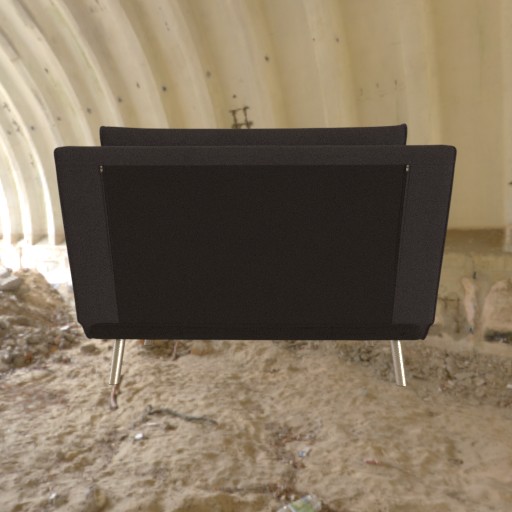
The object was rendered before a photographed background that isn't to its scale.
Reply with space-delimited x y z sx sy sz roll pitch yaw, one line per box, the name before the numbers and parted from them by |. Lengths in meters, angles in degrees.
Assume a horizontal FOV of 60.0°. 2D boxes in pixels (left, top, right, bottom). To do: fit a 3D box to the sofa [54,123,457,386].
sofa | 0.000 0.000 1.771 1.220 0.910 0.910 0 2 1
